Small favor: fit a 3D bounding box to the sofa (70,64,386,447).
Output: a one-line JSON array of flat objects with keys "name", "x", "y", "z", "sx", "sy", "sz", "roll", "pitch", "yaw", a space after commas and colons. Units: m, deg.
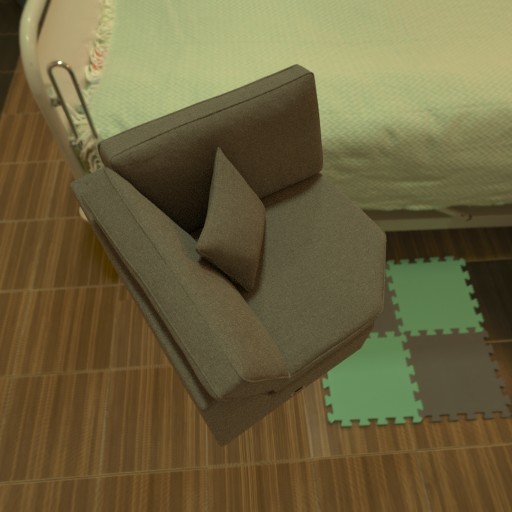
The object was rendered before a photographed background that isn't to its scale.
[{"name": "sofa", "x": 0.000, "y": 0.000, "z": 1.863, "sx": 1.042, "sy": 0.951, "sz": 1.050, "roll": -29, "pitch": 63, "yaw": -16}]
